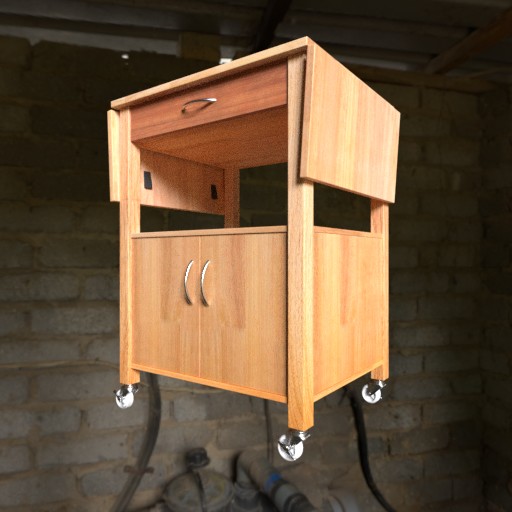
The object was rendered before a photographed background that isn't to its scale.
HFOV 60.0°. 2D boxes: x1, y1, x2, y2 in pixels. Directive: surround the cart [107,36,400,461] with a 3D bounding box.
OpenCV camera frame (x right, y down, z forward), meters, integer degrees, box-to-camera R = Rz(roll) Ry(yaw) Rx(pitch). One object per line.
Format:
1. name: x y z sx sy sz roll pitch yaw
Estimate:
1. cart: 0.000 0.000 1.227 0.640 0.838 0.508 0 0 36
